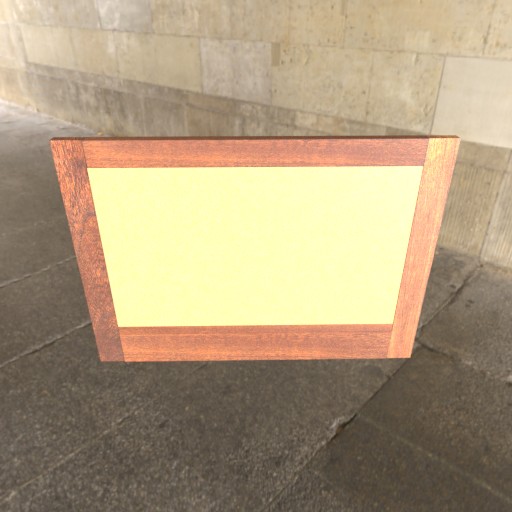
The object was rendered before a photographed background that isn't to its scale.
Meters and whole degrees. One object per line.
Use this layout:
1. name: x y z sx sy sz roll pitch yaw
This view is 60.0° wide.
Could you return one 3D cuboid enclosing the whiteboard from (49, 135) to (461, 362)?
1. whiteboard: 0.000 0.000 1.017 0.783 0.559 0.083 -1 30 -1
